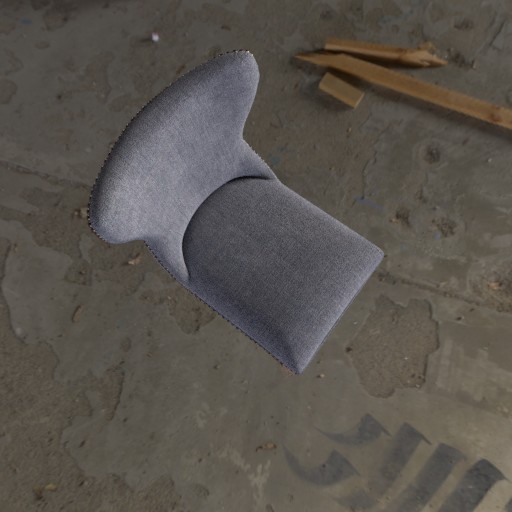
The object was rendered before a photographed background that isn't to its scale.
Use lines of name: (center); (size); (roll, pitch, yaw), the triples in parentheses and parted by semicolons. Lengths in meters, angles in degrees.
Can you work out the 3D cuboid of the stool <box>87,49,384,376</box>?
stool: (0.000, 0.000, 1.303); (0.608, 0.981, 0.498); (36, 78, 9)
